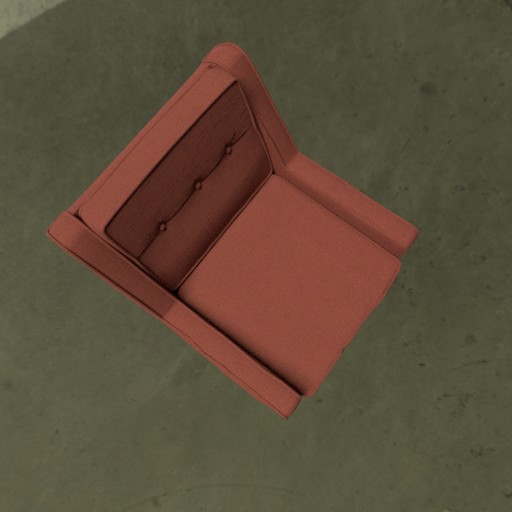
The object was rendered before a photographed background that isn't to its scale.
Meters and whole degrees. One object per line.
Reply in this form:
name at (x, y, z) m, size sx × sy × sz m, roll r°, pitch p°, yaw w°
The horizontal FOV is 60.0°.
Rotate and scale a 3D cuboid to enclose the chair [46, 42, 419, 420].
chair at (0.000, 0.000, 1.375) m, size 0.770 × 0.812 × 0.680 m, roll 37°, pitch 79°, yaw 8°
